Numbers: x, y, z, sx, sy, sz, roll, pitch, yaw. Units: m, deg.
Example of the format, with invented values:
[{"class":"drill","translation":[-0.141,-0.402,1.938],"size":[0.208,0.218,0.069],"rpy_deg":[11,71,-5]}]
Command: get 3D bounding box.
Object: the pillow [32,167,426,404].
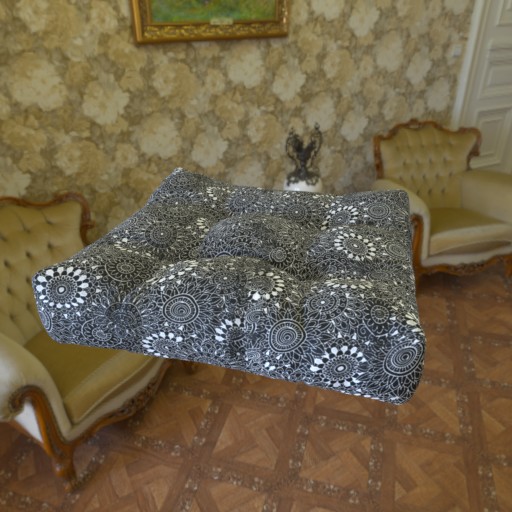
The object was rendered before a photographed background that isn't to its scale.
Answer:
[{"class":"pillow","translation":[0.000,0.000,0.714],"size":[0.490,0.128,0.468],"rpy_deg":[7,30,13]}]
